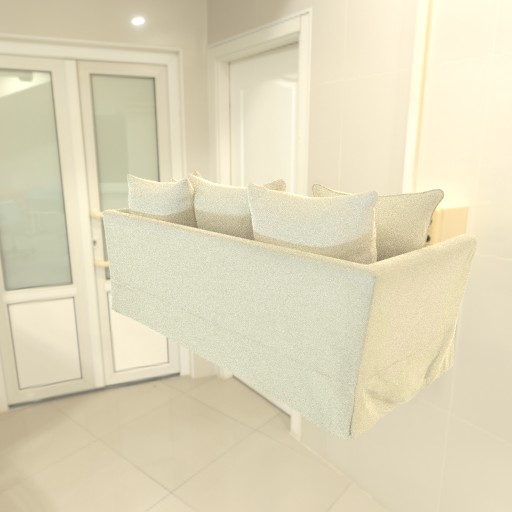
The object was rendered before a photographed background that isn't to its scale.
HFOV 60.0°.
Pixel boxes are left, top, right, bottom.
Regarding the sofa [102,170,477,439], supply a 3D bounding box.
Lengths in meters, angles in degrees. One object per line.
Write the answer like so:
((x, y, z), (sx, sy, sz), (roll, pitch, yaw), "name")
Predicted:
((0.000, 0.000, 2.800), (1.031, 1.034, 2.290), (-12, 18, -42), "sofa")
